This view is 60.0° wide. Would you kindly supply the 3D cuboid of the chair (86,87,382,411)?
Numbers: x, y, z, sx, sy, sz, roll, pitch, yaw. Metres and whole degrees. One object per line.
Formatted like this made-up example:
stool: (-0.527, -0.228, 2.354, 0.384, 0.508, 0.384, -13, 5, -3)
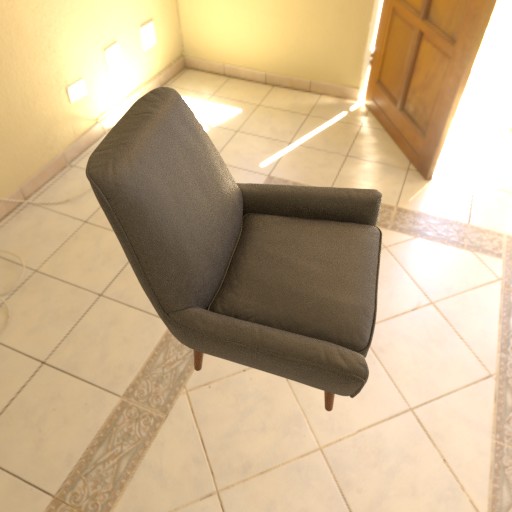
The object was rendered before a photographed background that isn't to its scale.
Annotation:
chair: (0.000, 0.000, 1.480, 0.822, 0.888, 0.787, 10, 48, 9)
